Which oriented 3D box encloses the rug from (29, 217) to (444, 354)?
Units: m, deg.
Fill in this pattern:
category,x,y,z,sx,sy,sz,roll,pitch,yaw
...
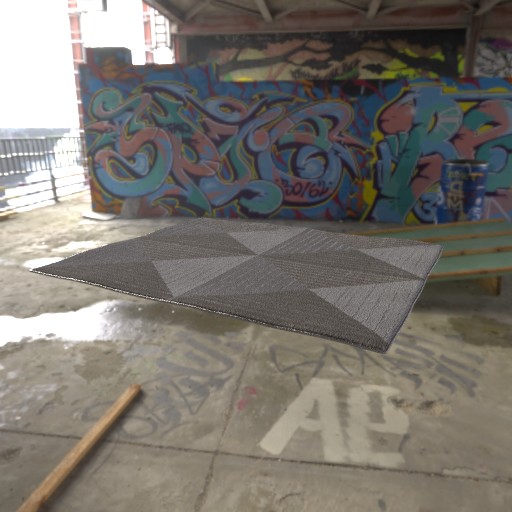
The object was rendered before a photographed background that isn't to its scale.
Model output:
category,x,y,z,sx,sy,sz,roll,pitch,yaw
rug,0.000,0.000,0.879,0.642,0.008,0.551,9,18,27
